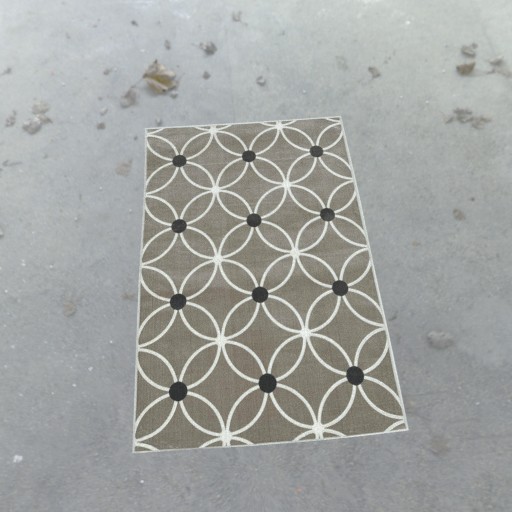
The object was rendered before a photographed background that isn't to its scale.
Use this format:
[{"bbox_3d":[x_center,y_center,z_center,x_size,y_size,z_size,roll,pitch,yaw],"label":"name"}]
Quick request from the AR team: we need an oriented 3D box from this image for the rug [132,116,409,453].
[{"bbox_3d":[0.000,0.000,2.909,1.522,0.008,2.284,-4,64,-2],"label":"rug"}]
